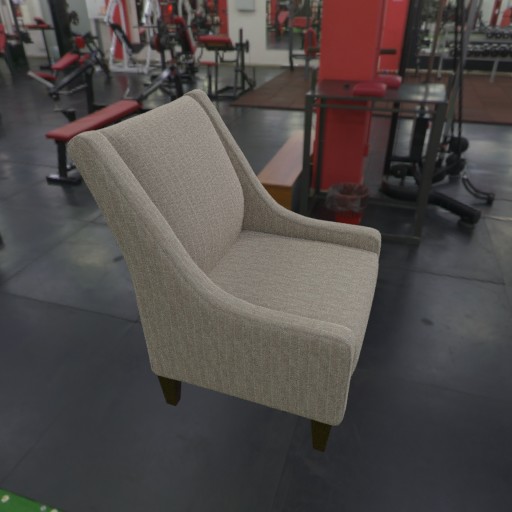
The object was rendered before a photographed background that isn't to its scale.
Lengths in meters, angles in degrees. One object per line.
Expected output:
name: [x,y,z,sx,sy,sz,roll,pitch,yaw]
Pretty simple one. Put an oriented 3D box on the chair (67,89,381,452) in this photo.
chair: [0.000,0.000,1.645,0.870,1.014,0.774,11,32,17]
